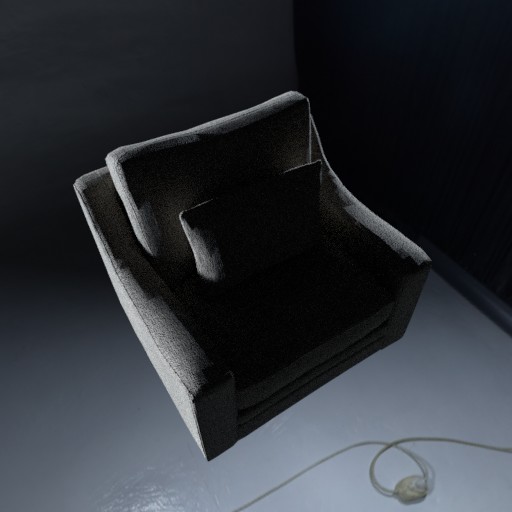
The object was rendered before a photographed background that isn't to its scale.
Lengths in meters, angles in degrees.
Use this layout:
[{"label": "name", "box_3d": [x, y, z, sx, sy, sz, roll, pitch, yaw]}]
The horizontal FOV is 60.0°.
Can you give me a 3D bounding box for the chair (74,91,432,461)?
[{"label": "chair", "box_3d": [0.000, 0.000, 1.938, 1.138, 1.037, 1.009, -25, 52, -22]}]
